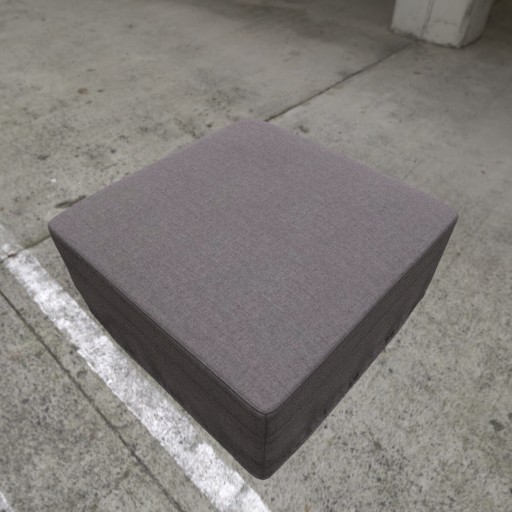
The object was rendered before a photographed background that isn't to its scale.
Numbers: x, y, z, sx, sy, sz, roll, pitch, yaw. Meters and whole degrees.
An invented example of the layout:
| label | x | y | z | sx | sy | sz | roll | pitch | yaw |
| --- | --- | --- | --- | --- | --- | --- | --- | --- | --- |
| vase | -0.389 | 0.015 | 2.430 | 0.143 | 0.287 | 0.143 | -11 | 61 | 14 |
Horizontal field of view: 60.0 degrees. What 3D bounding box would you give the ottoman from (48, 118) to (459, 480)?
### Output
| label | x | y | z | sx | sy | sz | roll | pitch | yaw |
| --- | --- | --- | --- | --- | --- | --- | --- | --- | --- |
| ottoman | 0.000 | 0.000 | 1.339 | 0.840 | 0.436 | 0.843 | 33 | 54 | 29 |
